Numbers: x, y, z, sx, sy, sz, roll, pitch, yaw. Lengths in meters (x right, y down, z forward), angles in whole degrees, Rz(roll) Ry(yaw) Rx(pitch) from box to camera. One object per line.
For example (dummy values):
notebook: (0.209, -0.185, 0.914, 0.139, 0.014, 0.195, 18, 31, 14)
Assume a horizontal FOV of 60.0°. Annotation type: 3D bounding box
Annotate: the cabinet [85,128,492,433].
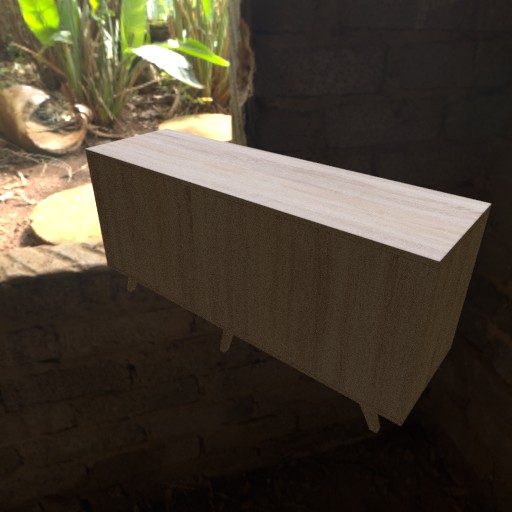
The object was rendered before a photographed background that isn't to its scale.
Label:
cabinet: (0.000, 0.000, 1.976, 1.650, 0.780, 0.500, 22, 36, 33)
